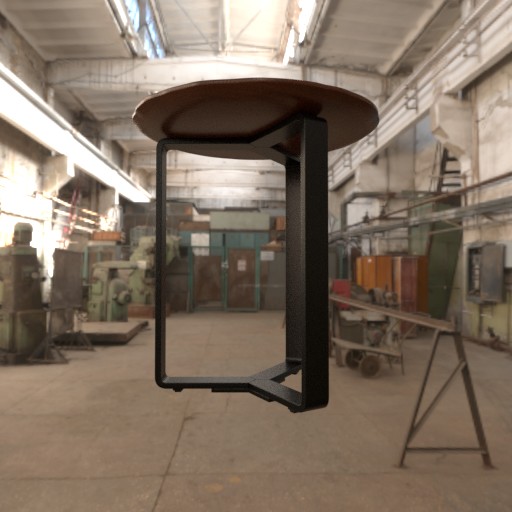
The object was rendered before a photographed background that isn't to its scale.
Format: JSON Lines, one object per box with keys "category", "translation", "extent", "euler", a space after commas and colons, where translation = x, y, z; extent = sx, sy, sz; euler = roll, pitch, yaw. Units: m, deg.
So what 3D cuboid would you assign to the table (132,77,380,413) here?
{"category": "table", "translation": [0.000, 0.000, 0.754], "extent": [0.410, 0.450, 0.380], "euler": [0, -1, 0]}
